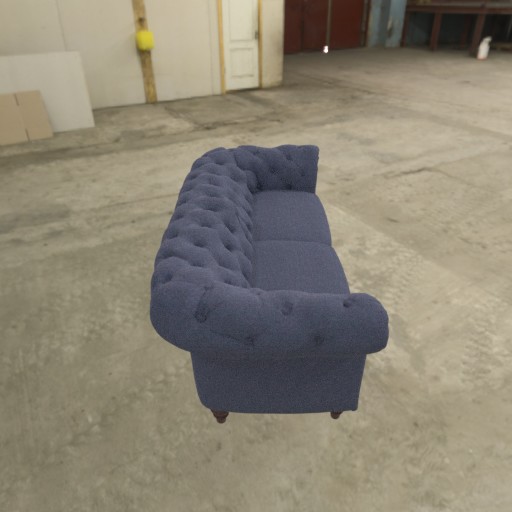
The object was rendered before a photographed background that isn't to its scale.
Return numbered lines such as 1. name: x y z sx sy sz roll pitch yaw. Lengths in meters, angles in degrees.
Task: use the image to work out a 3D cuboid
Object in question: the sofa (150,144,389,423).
1. sofa: 0.000 0.000 2.861 1.046 0.836 2.335 0 31 0
